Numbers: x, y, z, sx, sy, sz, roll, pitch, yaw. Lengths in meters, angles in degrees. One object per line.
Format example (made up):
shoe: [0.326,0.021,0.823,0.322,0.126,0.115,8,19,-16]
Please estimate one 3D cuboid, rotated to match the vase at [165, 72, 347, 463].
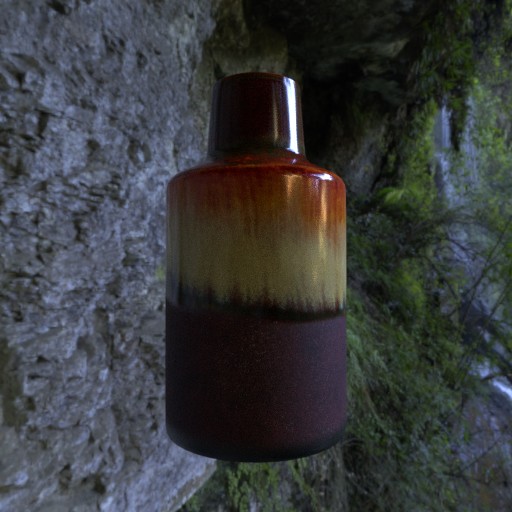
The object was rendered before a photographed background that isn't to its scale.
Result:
vase: [0.000,0.000,0.270,0.108,0.204,0.108,0,-1,0]
